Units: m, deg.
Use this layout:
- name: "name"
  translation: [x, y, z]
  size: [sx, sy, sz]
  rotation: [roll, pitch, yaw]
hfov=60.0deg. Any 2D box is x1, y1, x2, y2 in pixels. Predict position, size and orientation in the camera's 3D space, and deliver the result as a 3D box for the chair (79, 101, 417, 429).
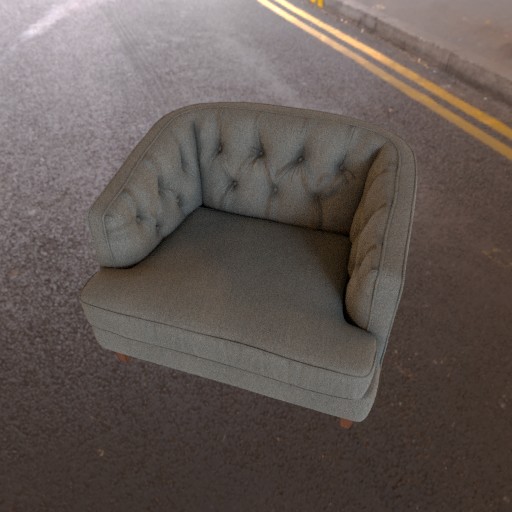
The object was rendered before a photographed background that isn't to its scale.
- name: "chair"
  translation: [0.000, 0.000, 1.759]
  size: [1.094, 0.852, 0.945]
  rotation: [12, 43, 13]
